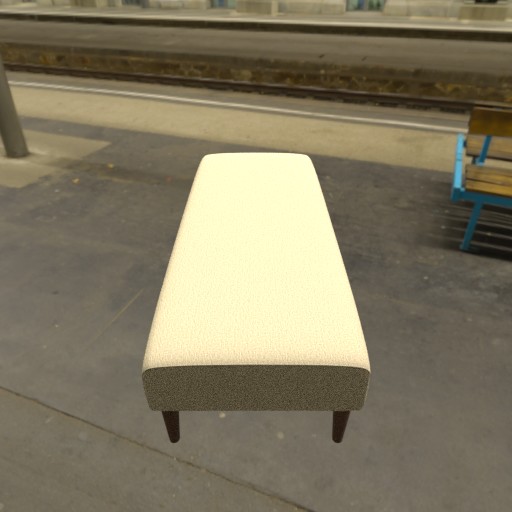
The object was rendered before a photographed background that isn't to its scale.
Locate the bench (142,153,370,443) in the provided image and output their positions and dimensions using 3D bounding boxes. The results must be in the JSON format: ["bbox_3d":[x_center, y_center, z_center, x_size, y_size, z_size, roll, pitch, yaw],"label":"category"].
[{"bbox_3d":[0.000,0.000,1.920,0.646,0.393,1.609,0,33,0],"label":"bench"}]
